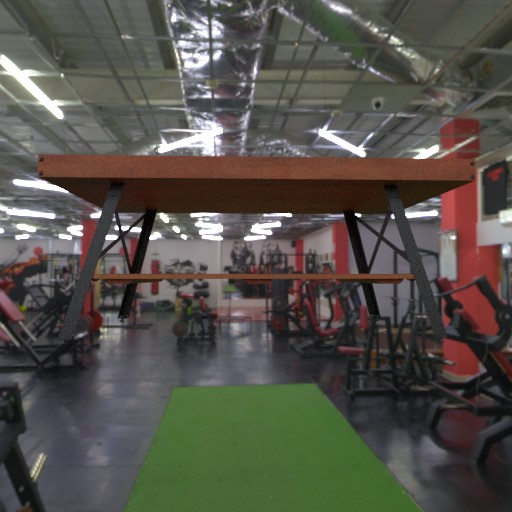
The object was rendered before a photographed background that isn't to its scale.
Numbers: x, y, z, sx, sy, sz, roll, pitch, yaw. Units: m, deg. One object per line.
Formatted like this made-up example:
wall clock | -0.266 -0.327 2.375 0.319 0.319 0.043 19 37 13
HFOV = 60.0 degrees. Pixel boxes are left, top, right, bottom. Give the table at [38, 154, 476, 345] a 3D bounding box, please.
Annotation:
table | 0.000 0.000 1.373 1.067 0.457 0.610 0 -3 -2
